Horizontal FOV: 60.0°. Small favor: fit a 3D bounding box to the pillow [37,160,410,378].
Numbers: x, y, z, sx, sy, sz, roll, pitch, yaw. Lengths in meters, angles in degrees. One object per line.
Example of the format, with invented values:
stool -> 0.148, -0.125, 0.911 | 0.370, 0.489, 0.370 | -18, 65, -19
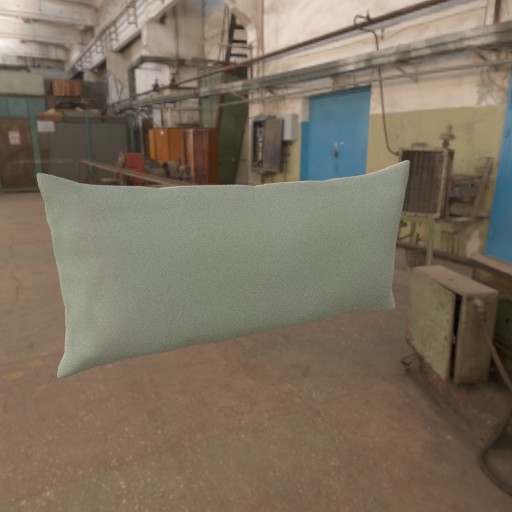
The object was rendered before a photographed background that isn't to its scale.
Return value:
pillow -> 0.000, 0.000, 0.706 | 0.610, 0.287, 0.151 | -7, 16, -25
